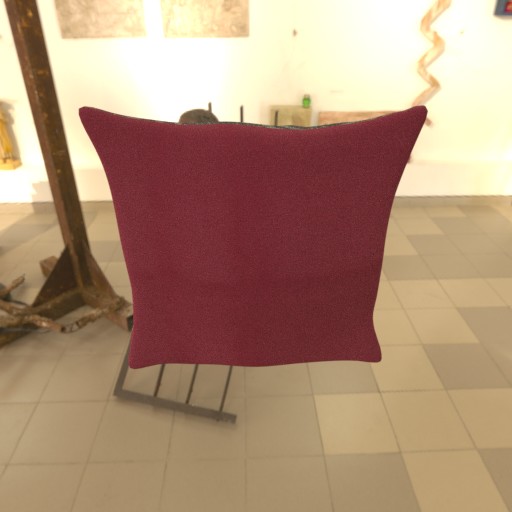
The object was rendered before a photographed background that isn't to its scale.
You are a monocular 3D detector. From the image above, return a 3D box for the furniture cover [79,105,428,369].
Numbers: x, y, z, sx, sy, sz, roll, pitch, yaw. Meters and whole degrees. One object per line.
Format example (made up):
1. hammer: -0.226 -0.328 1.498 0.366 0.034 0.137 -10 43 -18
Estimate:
1. furniture cover: 0.000 0.000 0.779 0.514 0.513 0.163 -1 30 -2
